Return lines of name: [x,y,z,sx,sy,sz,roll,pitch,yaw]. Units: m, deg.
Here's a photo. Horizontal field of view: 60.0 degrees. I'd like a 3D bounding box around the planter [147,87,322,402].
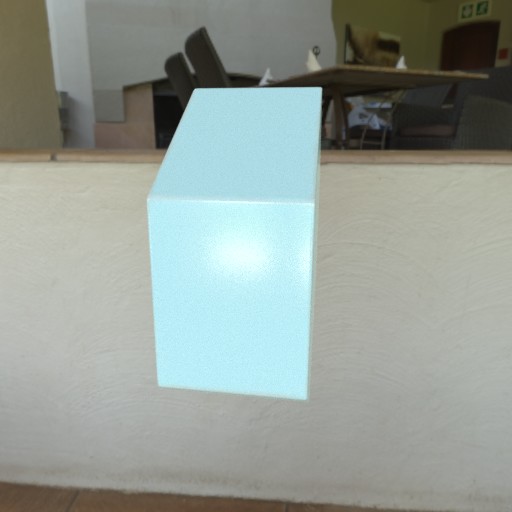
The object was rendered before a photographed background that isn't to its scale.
planter: [0.000,0.000,0.289,0.078,0.207,0.169,2,15,8]
